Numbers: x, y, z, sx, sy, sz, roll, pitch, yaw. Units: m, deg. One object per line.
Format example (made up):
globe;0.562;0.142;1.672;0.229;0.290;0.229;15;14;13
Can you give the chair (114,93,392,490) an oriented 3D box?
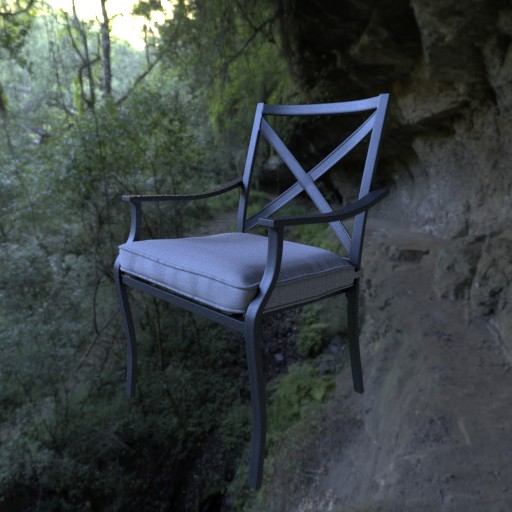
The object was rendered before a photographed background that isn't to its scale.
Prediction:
chair;0.000;0.000;1.279;0.575;0.889;0.620;14;20;42
